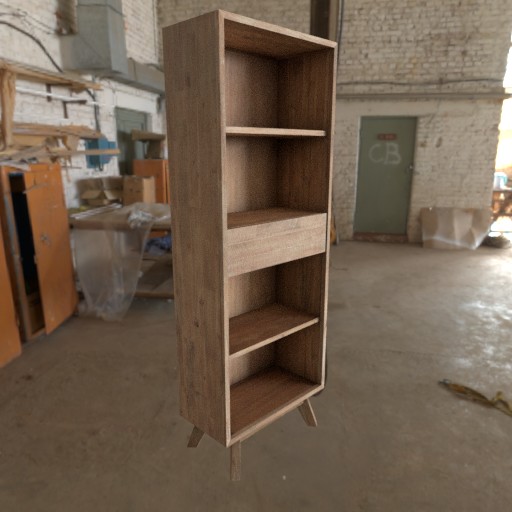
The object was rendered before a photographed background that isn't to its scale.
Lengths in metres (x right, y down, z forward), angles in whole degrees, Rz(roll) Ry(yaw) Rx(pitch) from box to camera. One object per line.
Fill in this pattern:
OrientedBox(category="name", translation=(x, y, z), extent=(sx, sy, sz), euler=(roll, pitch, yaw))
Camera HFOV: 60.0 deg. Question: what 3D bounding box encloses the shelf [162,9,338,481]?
OrientedBox(category="shelf", translation=(0.000, 0.000, 1.470), extent=(0.491, 1.342, 0.267), euler=(-13, 19, -43))
